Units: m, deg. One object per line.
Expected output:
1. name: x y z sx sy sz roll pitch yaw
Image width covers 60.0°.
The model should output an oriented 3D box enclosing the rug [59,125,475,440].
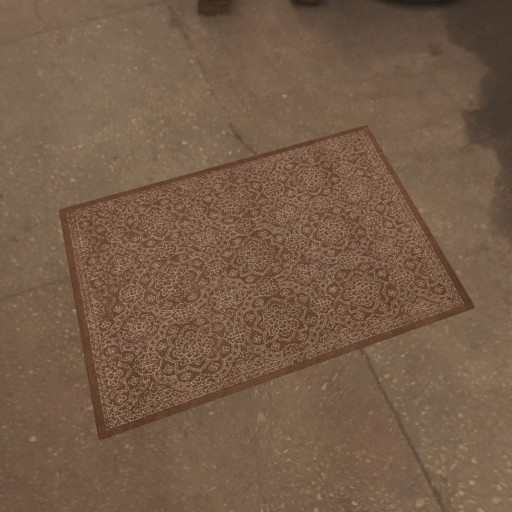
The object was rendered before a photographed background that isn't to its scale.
1. rug: 0.000 0.000 2.266 1.829 0.010 1.219 -17 65 -8
